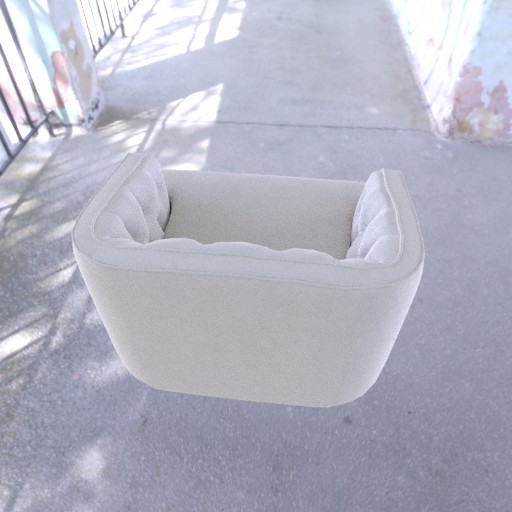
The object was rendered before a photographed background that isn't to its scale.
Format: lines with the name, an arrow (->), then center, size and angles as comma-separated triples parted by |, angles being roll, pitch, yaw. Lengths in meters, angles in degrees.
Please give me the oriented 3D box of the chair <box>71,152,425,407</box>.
chair -> 0.000, 0.000, 1.751 | 1.104, 0.852, 0.941 | 5, 48, 4
